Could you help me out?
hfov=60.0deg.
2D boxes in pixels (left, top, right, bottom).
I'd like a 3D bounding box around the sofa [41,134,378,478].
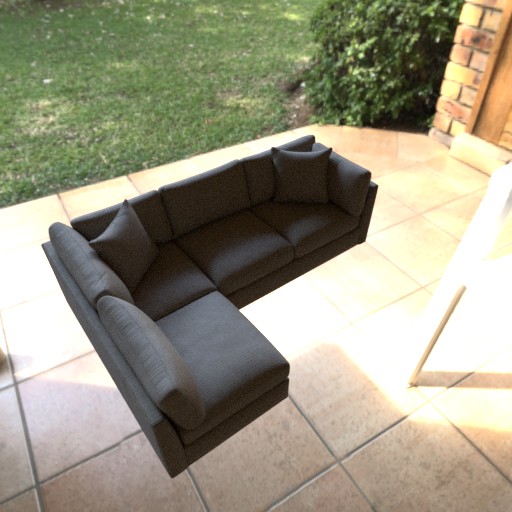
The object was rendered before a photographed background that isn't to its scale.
[{"bbox_3d":[0.000,0.000,3.780,2.896,0.978,1.994,-26,47,-27],"label":"sofa"}]
